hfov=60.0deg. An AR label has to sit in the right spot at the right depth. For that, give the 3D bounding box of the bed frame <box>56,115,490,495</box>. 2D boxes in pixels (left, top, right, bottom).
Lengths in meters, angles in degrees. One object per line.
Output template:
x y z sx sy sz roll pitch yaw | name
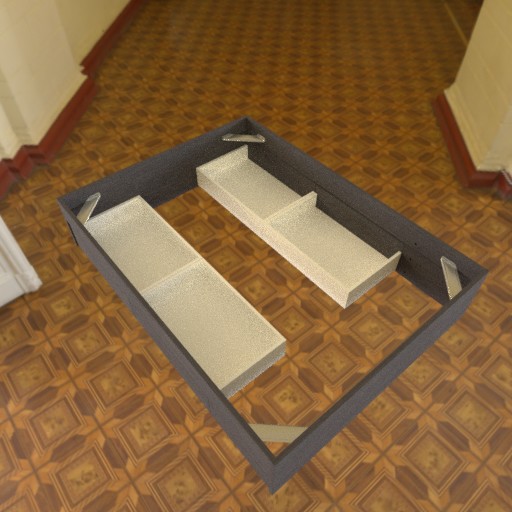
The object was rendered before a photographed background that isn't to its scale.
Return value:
0.000 0.000 2.569 1.448 0.459 1.944 -32 55 -26 | bed frame
